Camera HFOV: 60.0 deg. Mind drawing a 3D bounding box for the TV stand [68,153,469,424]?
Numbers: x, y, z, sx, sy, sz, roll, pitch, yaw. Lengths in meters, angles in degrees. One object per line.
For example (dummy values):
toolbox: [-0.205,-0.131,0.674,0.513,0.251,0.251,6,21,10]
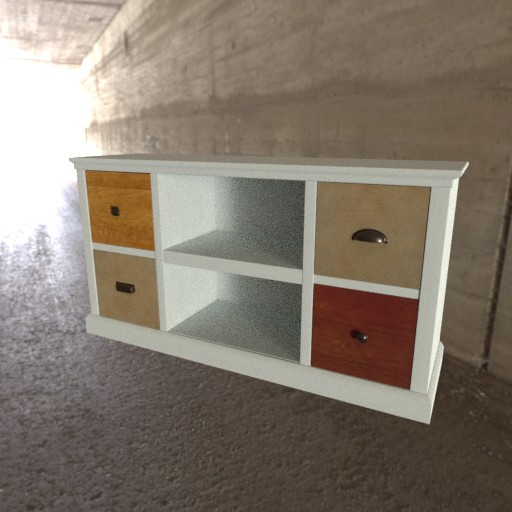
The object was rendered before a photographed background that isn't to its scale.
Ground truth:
TV stand: [0.000,0.000,1.456,1.187,0.624,0.424,8,17,26]
